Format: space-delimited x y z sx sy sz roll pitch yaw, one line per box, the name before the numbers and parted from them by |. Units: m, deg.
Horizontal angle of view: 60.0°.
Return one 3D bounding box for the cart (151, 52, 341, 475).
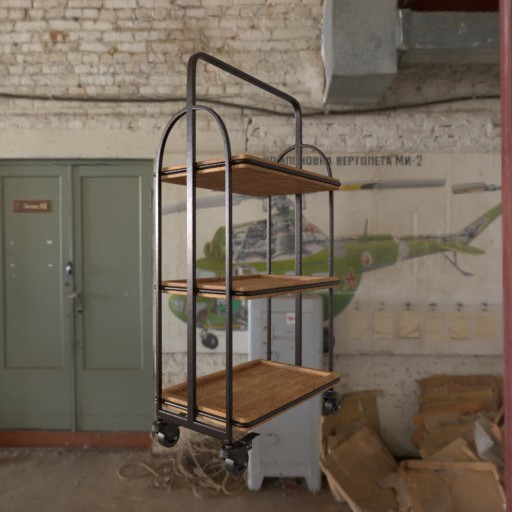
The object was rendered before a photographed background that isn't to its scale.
cart | 0.000 0.000 1.267 0.327 1.001 0.553 1 1 37
